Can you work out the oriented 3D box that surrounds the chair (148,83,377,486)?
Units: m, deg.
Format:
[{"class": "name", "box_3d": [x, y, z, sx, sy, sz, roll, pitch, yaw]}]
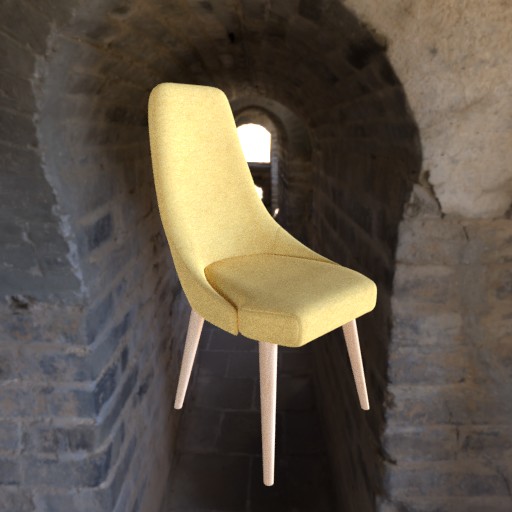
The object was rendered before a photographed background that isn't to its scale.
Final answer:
[{"class": "chair", "box_3d": [0.000, 0.000, 1.375, 0.510, 1.040, 0.660, -15, 21, -43]}]
